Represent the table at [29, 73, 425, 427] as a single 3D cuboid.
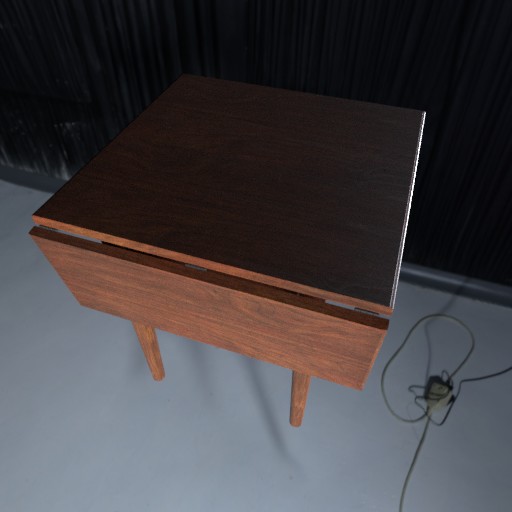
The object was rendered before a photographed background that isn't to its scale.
[{"bbox_3d":[0.000,0.000,1.445,0.812,0.763,0.843,14,48,13],"label":"table"}]
